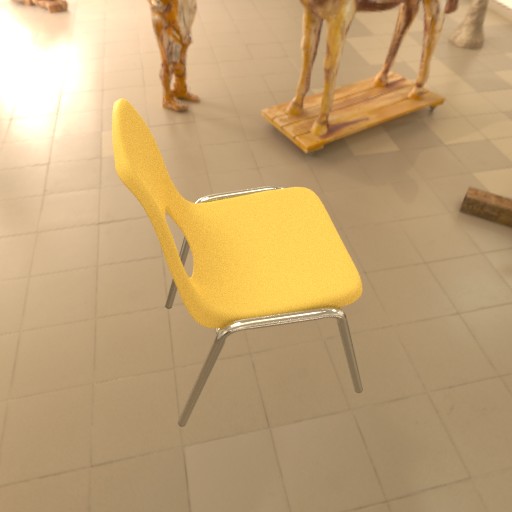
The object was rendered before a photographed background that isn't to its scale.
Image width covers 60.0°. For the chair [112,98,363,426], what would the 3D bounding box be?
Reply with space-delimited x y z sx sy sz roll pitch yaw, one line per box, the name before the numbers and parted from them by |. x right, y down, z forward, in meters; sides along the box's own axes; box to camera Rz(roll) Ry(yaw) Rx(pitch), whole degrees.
chair | 0.000 0.000 0.908 0.436 0.653 0.381 -9 47 -9
